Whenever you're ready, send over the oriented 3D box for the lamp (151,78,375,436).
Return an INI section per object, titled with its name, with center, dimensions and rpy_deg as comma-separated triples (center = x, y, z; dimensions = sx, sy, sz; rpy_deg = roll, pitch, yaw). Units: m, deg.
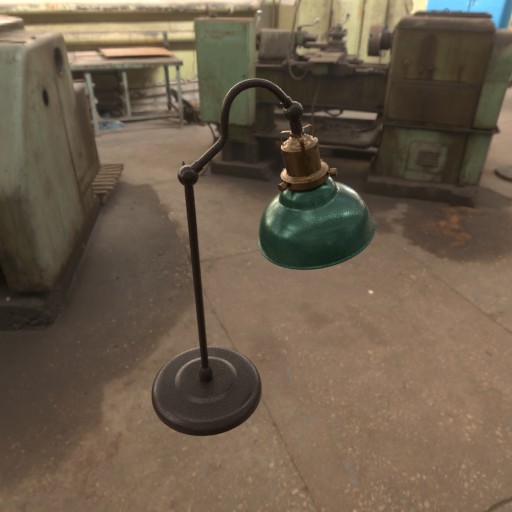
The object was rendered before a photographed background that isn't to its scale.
[lamp]
center = 0.000, 0.000, 0.675
dimensions = 0.374, 0.508, 0.192
rpy_deg = -11, 33, -17
